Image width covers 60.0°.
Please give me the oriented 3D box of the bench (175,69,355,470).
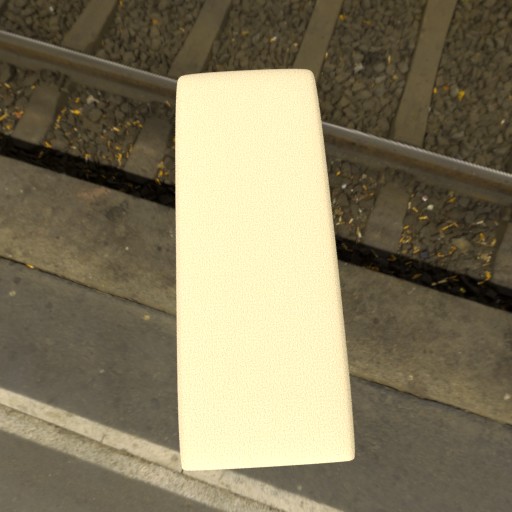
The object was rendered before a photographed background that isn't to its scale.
[{"bbox_3d":[0.000,0.000,1.902,0.646,0.393,1.609,-3,74,-1],"label":"bench"}]
